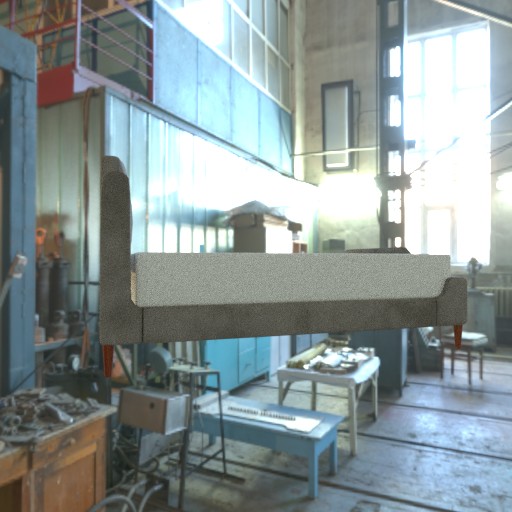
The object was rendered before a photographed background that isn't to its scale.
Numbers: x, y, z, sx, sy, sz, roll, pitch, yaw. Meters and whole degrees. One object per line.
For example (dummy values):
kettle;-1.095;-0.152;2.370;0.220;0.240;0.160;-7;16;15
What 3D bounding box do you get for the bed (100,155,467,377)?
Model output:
bed;0.000;0.000;3.550;2.340;1.245;2.074;0;-1;-19
